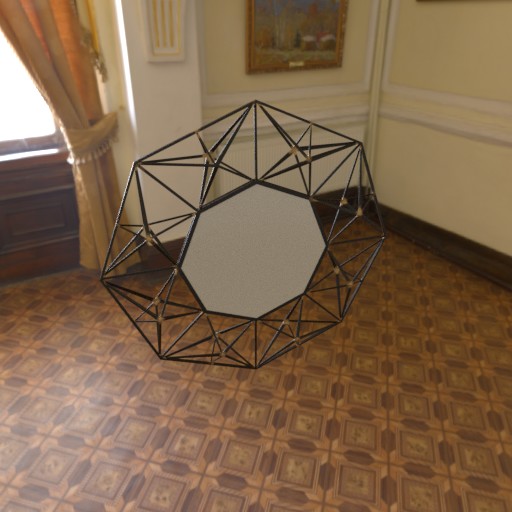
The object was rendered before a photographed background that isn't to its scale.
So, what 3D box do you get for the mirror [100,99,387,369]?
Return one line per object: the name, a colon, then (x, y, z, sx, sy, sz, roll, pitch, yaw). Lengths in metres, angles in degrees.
mirror: (0.000, 0.000, 1.054, 0.710, 0.710, 0.094, -9, 30, -16)
